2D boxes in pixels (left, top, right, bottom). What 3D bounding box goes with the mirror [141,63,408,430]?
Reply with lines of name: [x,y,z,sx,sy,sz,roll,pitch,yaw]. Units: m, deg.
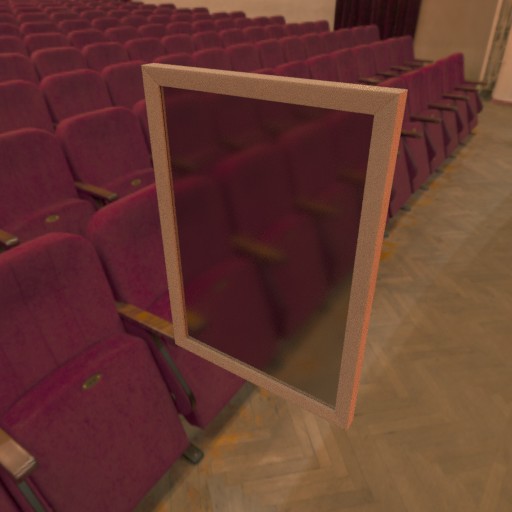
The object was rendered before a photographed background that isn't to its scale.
mirror: [0.000,0.000,0.931,0.507,0.710,0.040,19,35,28]
